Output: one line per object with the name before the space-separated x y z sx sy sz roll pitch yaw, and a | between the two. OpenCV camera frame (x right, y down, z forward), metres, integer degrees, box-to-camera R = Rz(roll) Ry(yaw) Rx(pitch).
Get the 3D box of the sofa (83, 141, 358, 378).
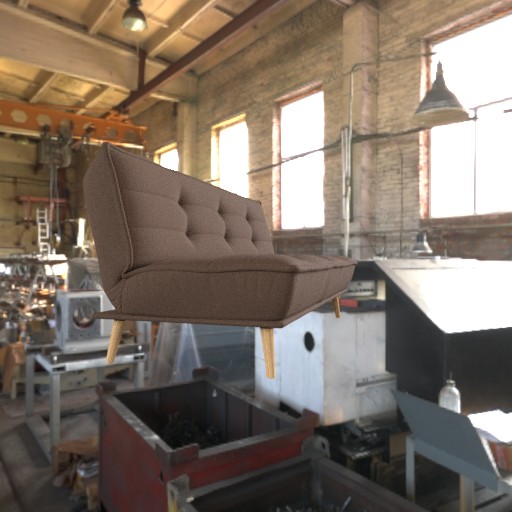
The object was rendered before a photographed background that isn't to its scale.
sofa | 0.000 0.000 2.524 0.950 0.890 1.940 0 0 19
